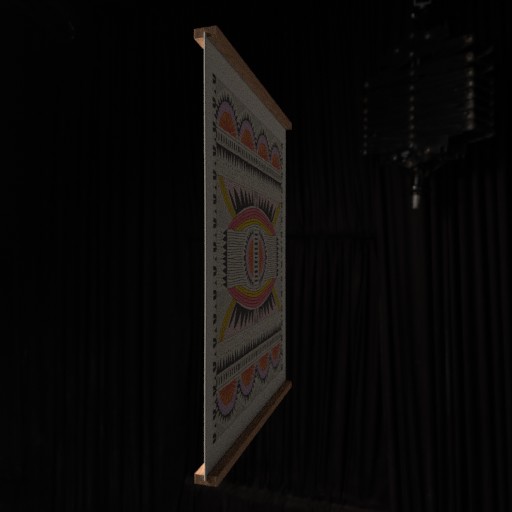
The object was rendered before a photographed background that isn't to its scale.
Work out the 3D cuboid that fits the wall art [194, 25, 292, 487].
[{"bbox_3d":[0.000,0.000,0.702,0.028,0.527,0.403,0,0,17],"label":"wall art"}]
